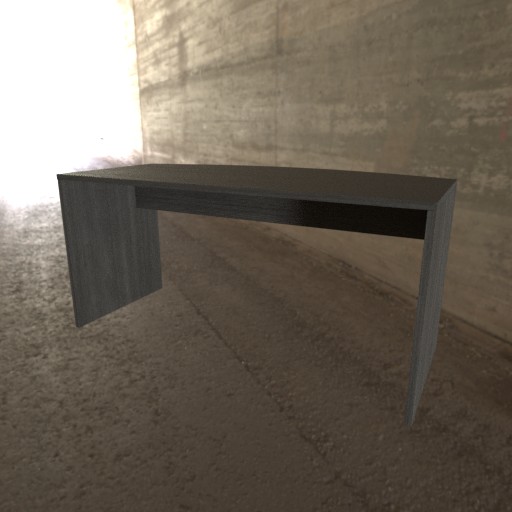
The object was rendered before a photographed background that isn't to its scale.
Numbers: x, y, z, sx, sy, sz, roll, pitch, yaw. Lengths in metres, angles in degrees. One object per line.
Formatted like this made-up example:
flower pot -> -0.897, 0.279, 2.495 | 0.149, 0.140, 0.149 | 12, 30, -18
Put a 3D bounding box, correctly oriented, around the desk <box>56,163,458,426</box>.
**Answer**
desk -> 0.000, 0.000, 2.065 | 1.600, 0.750, 0.802 | 9, 19, 27
